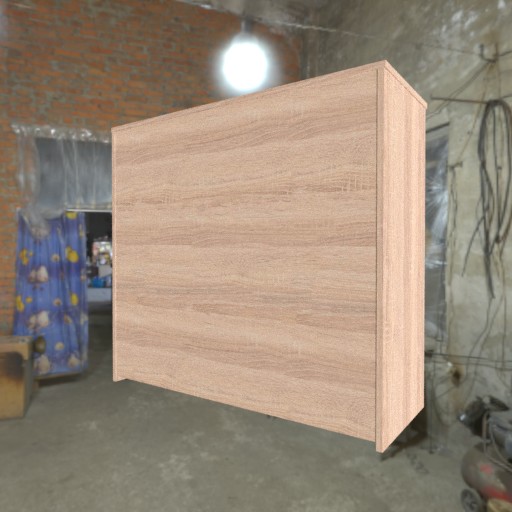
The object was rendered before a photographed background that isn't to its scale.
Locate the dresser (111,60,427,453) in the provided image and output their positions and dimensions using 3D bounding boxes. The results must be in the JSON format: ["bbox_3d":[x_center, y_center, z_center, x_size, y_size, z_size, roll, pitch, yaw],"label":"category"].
[{"bbox_3d":[0.000,0.000,1.444,0.980,0.900,0.380,1,1,35],"label":"dresser"}]
